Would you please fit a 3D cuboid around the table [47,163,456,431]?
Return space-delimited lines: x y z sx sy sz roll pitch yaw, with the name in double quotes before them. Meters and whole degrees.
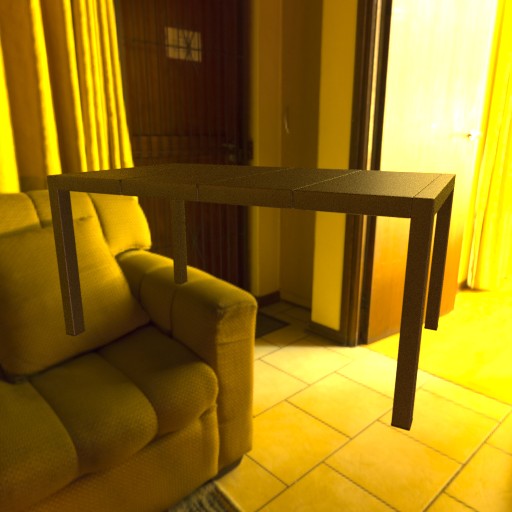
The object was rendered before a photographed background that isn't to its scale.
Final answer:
"table" 0.000 0.000 1.263 0.965 0.460 0.559 8 17 26
